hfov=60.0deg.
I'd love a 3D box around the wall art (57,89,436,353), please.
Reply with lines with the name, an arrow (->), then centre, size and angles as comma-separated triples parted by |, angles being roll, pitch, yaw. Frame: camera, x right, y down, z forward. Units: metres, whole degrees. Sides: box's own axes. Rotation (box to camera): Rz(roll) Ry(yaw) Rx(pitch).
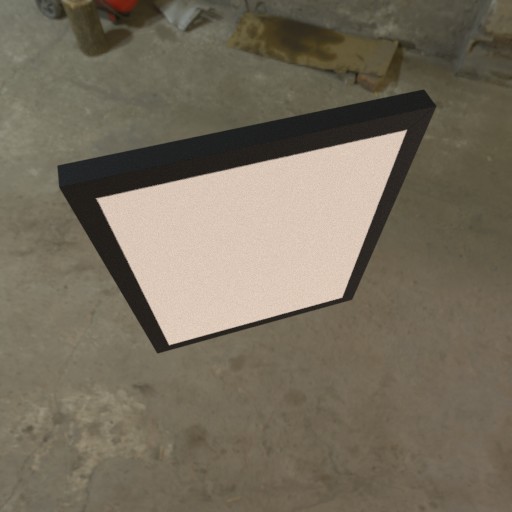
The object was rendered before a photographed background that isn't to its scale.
wall art -> 0.000, 0.000, 0.551 | 0.329, 0.404, 0.024 | -14, 60, -8
